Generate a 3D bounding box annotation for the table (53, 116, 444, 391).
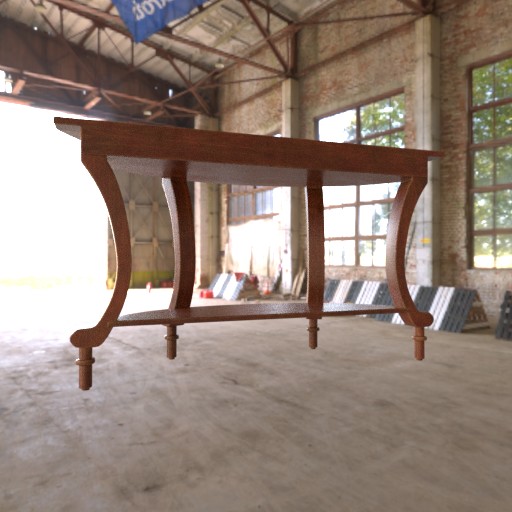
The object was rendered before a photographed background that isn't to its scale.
[{"bbox_3d":[0.000,0.000,1.481,1.198,0.699,0.394,0,0,-18],"label":"table"}]
